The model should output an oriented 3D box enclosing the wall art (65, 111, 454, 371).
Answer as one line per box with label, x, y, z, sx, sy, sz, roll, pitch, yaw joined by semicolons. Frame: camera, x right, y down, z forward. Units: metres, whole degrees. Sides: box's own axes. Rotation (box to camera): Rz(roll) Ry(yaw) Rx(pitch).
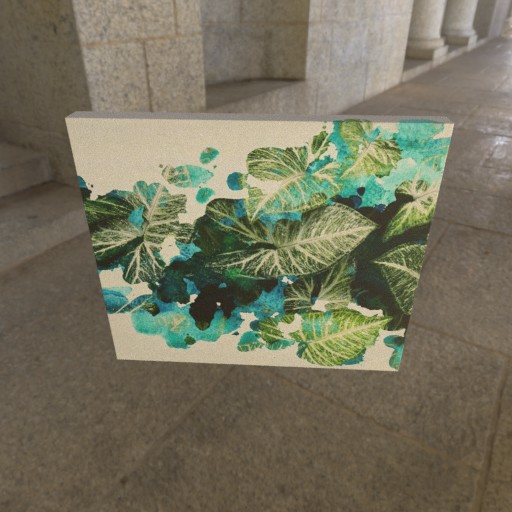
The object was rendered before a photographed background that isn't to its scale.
wall art;0.000;0.000;0.705;0.507;0.435;0.041;2;31;3
